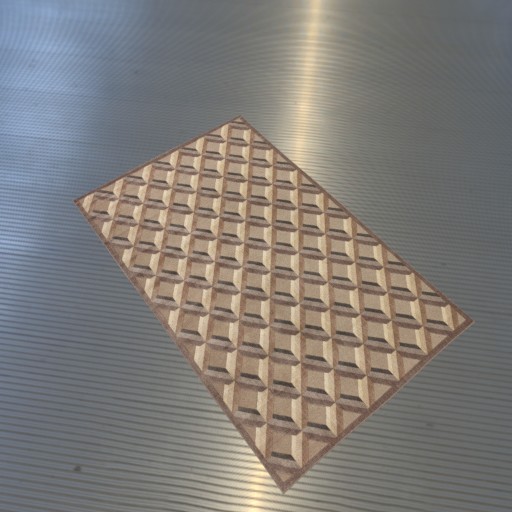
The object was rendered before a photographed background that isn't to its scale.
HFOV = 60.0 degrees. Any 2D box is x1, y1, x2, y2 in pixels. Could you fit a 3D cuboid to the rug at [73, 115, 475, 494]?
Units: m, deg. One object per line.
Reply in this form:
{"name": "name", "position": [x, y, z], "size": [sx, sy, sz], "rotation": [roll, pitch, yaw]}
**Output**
{"name": "rug", "position": [0.000, 0.000, 2.071], "size": [1.066, 0.011, 1.677], "rotation": [-33, 63, -19]}
